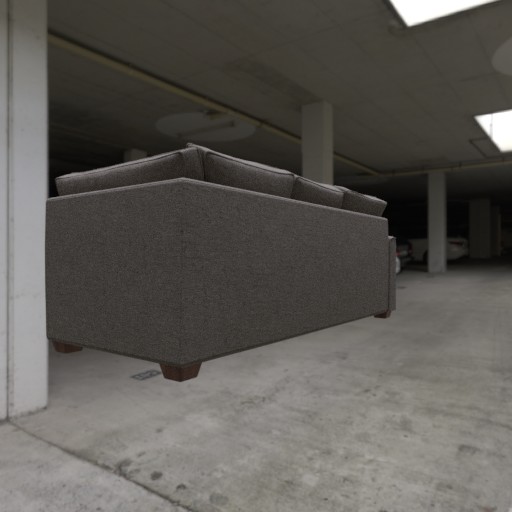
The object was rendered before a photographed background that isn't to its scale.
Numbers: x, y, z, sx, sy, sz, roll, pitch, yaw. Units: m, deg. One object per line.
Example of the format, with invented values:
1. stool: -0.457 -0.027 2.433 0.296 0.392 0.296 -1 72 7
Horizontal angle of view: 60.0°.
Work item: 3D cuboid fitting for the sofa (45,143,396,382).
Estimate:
1. sofa: 0.000 0.000 2.863 1.061 0.962 2.317 0 0 36
